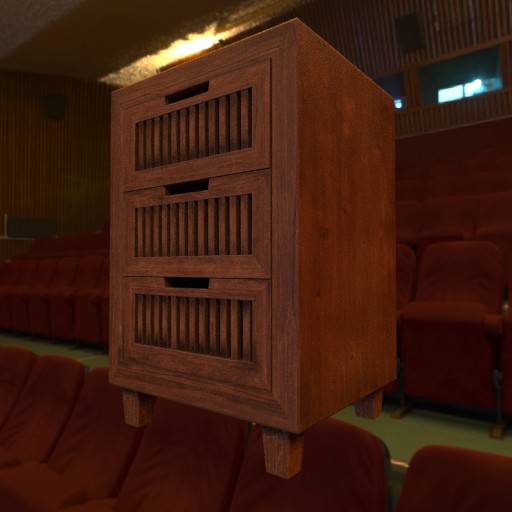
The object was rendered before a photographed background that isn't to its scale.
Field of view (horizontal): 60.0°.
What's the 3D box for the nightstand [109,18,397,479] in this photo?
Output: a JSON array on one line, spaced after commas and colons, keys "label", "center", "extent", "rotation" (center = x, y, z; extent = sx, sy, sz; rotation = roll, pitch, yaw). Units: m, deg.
[{"label": "nightstand", "center": [0.000, 0.000, 0.952], "extent": [0.465, 0.695, 0.410], "rotation": [-1, -2, 37]}]
